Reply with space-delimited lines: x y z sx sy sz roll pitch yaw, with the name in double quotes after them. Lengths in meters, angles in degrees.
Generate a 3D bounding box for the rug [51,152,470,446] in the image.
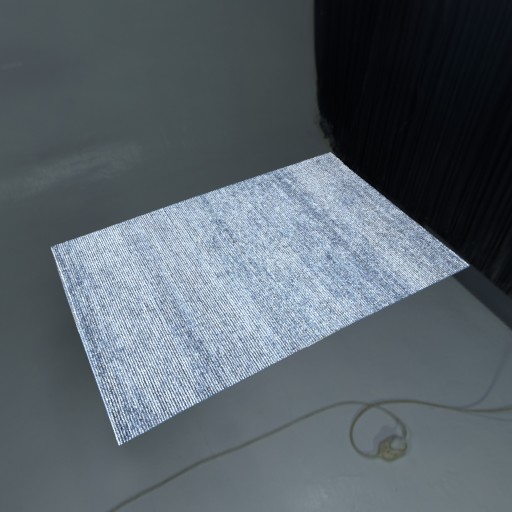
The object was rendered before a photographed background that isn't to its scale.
0.000 0.000 2.244 1.793 0.025 1.159 -22 50 -20 "rug"
